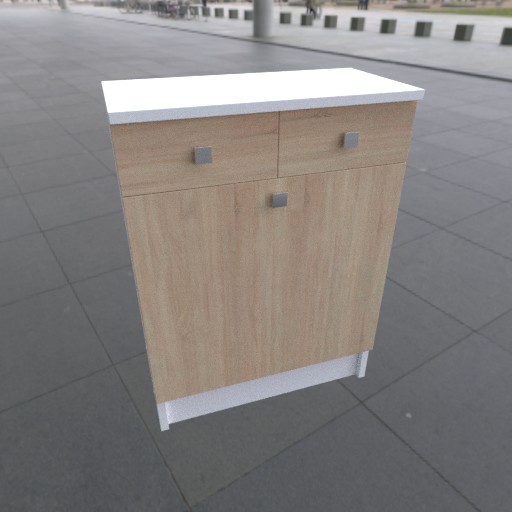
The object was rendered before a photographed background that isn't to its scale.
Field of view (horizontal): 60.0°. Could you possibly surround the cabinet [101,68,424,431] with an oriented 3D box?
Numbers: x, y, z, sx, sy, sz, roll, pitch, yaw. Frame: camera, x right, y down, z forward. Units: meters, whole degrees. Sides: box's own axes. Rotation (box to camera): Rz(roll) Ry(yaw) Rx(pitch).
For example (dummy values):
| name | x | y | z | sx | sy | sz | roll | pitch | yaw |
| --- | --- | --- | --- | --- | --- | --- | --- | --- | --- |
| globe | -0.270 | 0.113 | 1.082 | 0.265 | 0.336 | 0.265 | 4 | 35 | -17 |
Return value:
| name | x | y | z | sx | sy | sz | roll | pitch | yaw |
| --- | --- | --- | --- | --- | --- | --- | --- | --- | --- |
| cabinet | 0.000 | 0.000 | 1.116 | 0.600 | 0.815 | 0.296 | -10 | 32 | -16 |
